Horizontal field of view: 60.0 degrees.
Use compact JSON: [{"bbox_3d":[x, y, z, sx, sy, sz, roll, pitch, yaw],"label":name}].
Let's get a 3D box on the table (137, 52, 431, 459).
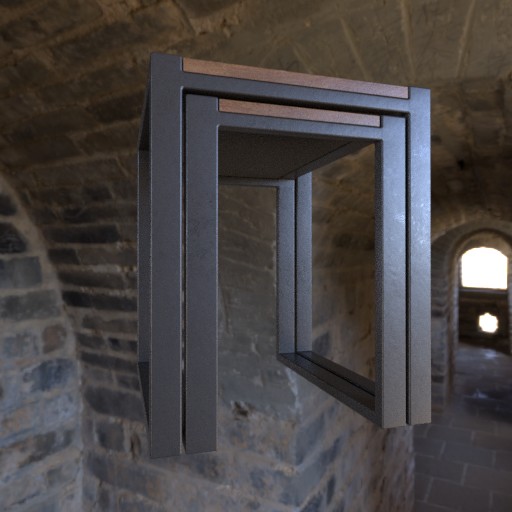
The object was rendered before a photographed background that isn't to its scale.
[{"bbox_3d":[0.000,0.000,0.899,0.449,0.550,0.500,0,0,-17],"label":"table"}]
